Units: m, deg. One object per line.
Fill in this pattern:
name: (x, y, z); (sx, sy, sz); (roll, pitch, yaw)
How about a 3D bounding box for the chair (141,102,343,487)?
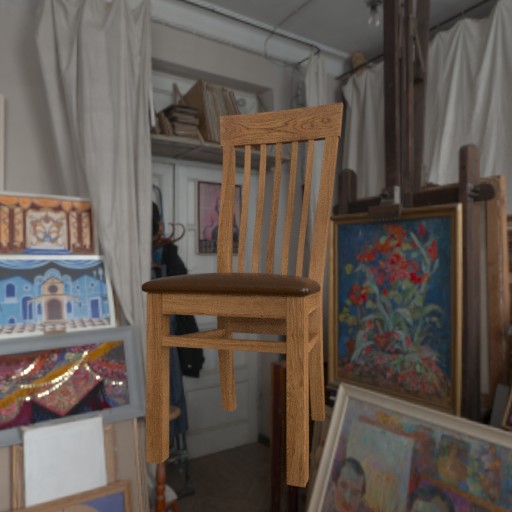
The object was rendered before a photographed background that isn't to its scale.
chair: (0.000, 0.000, 1.324); (0.450, 1.050, 0.580); (0, -1, 18)
